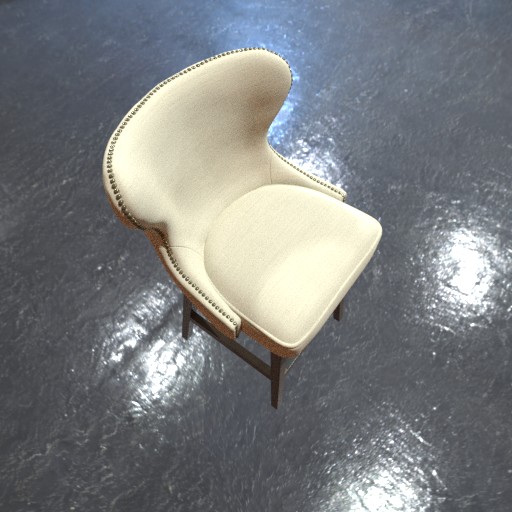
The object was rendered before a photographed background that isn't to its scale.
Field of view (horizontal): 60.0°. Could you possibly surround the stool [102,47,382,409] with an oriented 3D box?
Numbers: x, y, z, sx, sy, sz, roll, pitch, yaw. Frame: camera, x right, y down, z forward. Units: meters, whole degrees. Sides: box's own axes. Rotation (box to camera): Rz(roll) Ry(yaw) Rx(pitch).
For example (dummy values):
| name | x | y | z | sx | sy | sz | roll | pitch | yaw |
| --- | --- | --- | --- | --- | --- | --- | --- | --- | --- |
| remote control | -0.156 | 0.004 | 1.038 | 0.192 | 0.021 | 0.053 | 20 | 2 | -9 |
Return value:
| name | x | y | z | sx | sy | sz | roll | pitch | yaw |
| --- | --- | --- | --- | --- | --- | --- | --- | --- | --- |
| stool | 0.000 | 0.000 | 1.355 | 0.597 | 0.972 | 0.615 | 32 | 63 | 19 |
